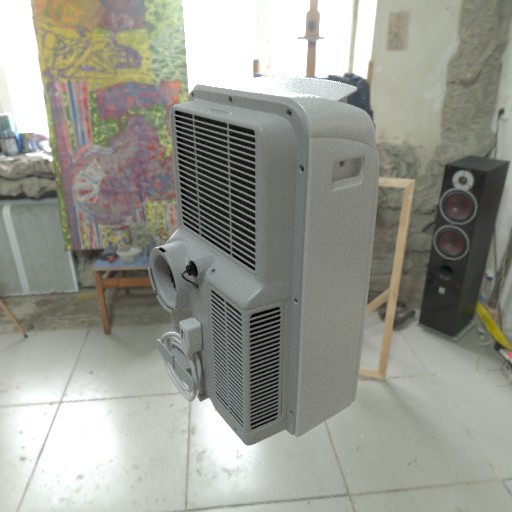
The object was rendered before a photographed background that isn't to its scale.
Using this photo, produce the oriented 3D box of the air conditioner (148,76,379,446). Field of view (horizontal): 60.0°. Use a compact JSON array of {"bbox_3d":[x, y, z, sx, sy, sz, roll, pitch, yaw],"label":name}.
[{"bbox_3d":[0.000,0.000,1.069,0.414,0.786,0.449,-17,31,-32],"label":"air conditioner"}]
